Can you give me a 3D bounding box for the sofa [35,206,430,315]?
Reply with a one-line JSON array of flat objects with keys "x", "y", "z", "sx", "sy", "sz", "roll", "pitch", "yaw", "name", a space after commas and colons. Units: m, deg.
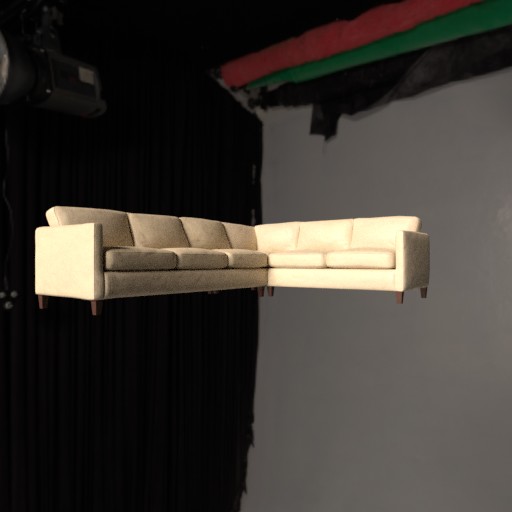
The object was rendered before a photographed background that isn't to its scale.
[{"x": 0.000, "y": 0.000, "z": 4.511, "sx": 2.593, "sy": 0.947, "sz": 3.302, "roll": -1, "pitch": -1, "yaw": 36, "name": "sofa"}]
